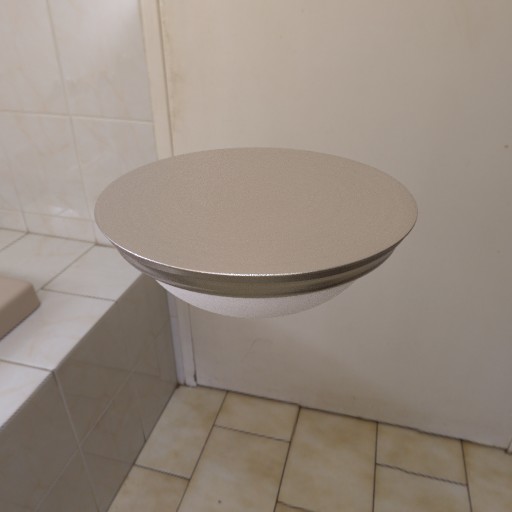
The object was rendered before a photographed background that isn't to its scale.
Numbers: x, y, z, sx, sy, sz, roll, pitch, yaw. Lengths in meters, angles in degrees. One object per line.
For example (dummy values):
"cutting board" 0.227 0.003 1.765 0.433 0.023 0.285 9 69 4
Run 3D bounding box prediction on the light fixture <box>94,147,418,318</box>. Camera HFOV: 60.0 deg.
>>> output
"light fixture" 0.000 0.000 0.434 0.280 0.135 0.280 0 30 0
